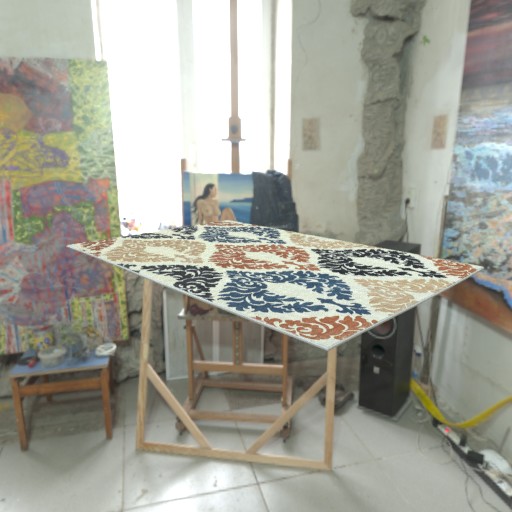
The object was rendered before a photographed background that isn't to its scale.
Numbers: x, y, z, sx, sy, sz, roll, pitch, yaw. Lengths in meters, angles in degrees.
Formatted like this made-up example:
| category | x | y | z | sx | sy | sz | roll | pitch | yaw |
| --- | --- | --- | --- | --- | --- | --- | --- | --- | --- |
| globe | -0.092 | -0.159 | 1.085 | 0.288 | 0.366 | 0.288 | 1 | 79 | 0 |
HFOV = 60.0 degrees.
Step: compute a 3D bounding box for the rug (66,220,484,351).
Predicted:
| category | x | y | z | sx | sy | sz | roll | pitch | yaw |
| --- | --- | --- | --- | --- | --- | --- | --- | --- | --- |
| rug | 0.000 | 0.000 | 2.847 | 1.514 | 0.014 | 2.275 | -14 | 20 | -43 |
